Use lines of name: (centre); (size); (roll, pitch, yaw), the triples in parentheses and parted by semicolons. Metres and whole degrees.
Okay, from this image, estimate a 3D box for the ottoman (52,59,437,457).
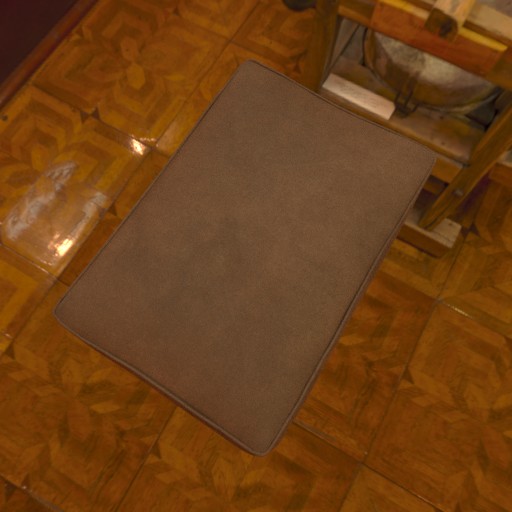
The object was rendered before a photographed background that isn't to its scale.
ottoman: (0.000, 0.000, 1.242); (0.596, 0.481, 0.860); (31, 75, 9)
